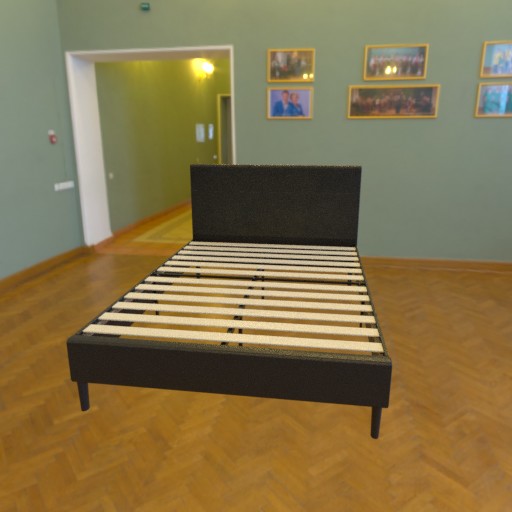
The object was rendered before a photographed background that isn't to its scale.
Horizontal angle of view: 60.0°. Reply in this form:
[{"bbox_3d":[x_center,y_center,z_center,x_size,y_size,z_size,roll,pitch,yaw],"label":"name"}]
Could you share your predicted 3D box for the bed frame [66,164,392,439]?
[{"bbox_3d":[0.000,0.000,2.934,1.469,1.046,2.152,2,16,8],"label":"bed frame"}]
